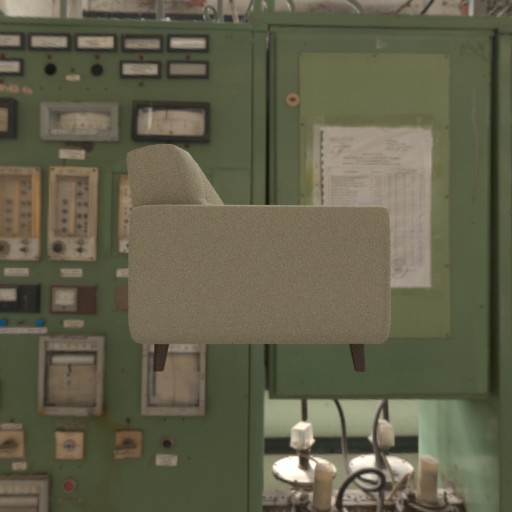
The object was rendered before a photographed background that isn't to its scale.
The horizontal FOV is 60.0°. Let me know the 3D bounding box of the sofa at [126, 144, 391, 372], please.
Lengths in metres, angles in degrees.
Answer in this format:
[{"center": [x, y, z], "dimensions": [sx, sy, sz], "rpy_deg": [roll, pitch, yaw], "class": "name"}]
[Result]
[{"center": [0.000, 0.000, 2.614], "dimensions": [0.980, 0.892, 2.137], "rpy_deg": [0, 0, 0], "class": "sofa"}]
